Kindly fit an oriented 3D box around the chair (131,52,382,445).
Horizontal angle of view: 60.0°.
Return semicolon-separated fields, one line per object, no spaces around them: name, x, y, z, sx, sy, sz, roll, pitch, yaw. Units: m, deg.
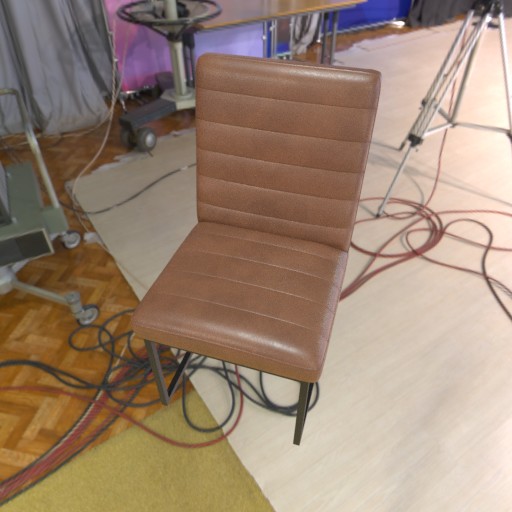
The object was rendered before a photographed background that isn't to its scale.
chair;0.000;0.000;1.302;0.520;0.930;0.634;12;44;13
